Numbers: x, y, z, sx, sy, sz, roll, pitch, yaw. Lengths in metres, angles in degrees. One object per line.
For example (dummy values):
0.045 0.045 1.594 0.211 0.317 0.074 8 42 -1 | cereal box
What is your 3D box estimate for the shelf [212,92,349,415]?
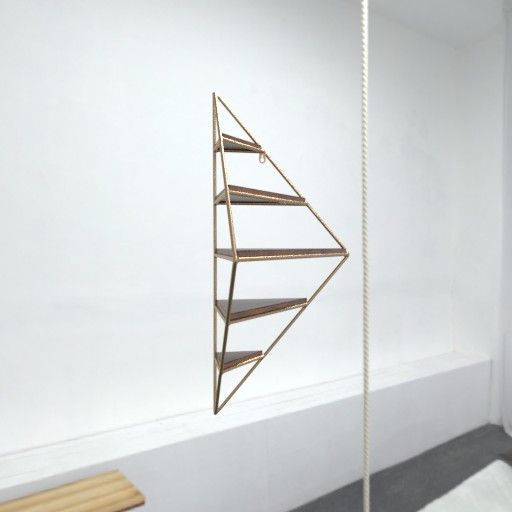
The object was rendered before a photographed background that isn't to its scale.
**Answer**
0.000 0.000 1.175 0.294 0.913 0.564 1 2 35 | shelf
